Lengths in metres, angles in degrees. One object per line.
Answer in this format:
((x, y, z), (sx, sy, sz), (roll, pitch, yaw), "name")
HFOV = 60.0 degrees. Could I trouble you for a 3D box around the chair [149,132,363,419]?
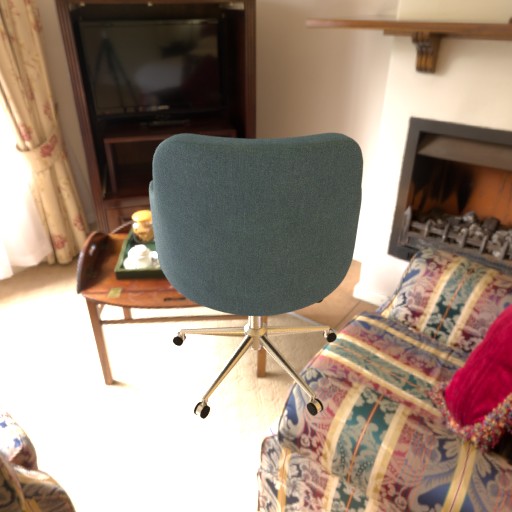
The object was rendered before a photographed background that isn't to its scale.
((0.000, 0.000, 1.255), (0.599, 0.820, 0.655), (-1, 30, -1), "chair")
